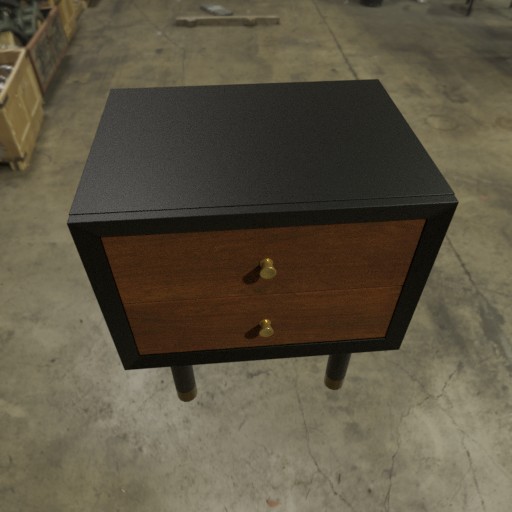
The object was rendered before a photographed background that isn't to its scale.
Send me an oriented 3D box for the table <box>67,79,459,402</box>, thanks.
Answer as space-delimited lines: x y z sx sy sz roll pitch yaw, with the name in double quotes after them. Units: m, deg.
0.000 0.000 0.981 0.564 0.584 0.441 -3 45 -3 "table"
